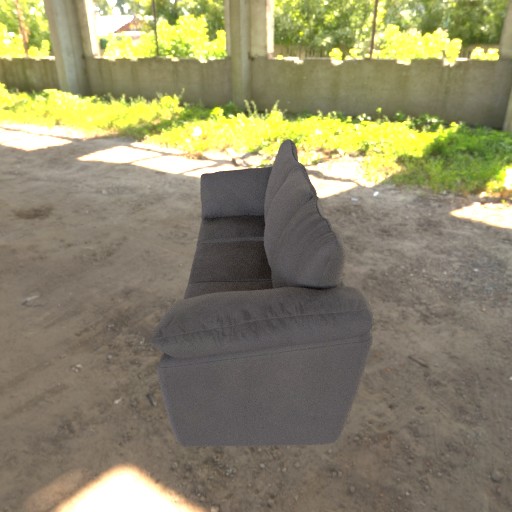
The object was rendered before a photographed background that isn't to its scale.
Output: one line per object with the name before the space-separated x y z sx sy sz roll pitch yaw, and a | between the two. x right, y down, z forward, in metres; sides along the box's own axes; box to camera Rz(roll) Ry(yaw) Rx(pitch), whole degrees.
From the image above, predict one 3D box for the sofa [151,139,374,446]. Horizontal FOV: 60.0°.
sofa | 0.000 0.000 2.813 0.878 1.073 2.336 -1 25 -1
